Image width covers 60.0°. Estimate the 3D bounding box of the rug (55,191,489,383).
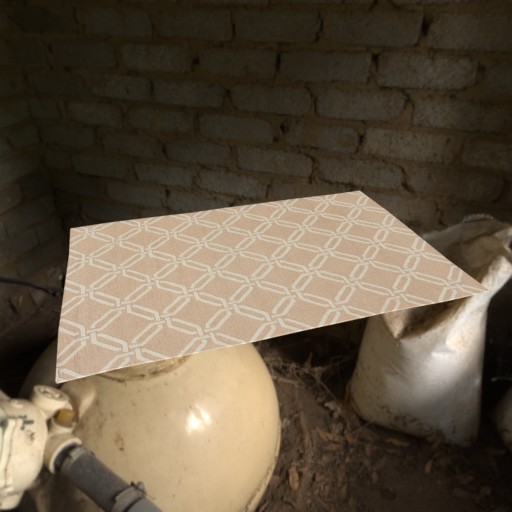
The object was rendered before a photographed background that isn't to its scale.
[{"bbox_3d":[0.000,0.000,2.132,1.745,0.010,1.146,-9,32,-15],"label":"rug"}]
